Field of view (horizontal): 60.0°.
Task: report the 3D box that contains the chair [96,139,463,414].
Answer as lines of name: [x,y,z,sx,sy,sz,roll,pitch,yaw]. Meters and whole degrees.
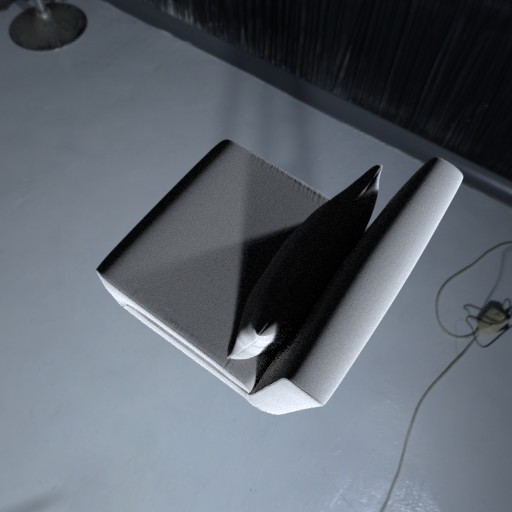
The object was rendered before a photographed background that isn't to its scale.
chair: [0.000,0.000,1.532,0.902,0.808,0.770,32,67,16]
